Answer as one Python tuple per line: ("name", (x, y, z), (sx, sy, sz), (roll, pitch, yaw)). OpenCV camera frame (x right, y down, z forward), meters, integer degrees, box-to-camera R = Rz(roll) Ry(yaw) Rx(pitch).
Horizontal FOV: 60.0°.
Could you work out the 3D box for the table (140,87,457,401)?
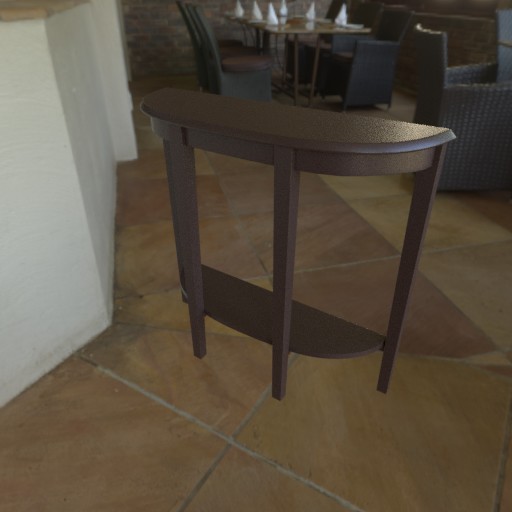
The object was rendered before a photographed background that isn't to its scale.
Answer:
("table", (0.000, 0.000, 1.329), (0.909, 0.831, 0.274), (19, 36, 29))
